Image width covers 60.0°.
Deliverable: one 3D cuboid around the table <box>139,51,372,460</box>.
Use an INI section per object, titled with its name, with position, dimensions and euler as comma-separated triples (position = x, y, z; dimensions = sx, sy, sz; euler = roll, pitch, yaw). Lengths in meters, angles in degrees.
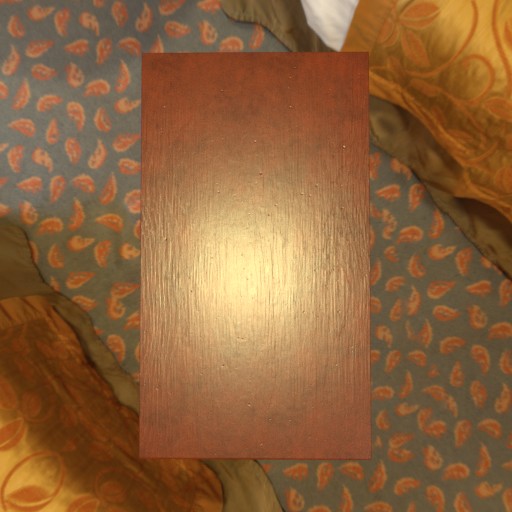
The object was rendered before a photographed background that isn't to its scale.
[table]
position = 0.000, 0.000, 1.250
dimensions = 0.533, 0.456, 0.943
euler = 0, 89, 1
